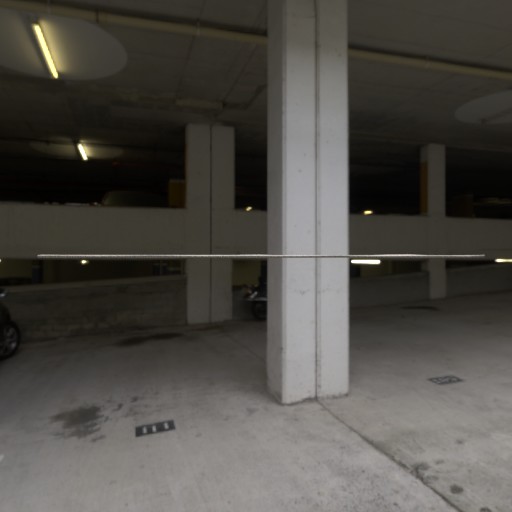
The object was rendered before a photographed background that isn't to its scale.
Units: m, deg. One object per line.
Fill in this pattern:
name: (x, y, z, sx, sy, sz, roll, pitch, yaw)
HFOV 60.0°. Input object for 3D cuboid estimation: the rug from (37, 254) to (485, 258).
rug: (0.000, 0.000, 1.060, 0.869, 0.008, 0.511, 0, 0, -17)
